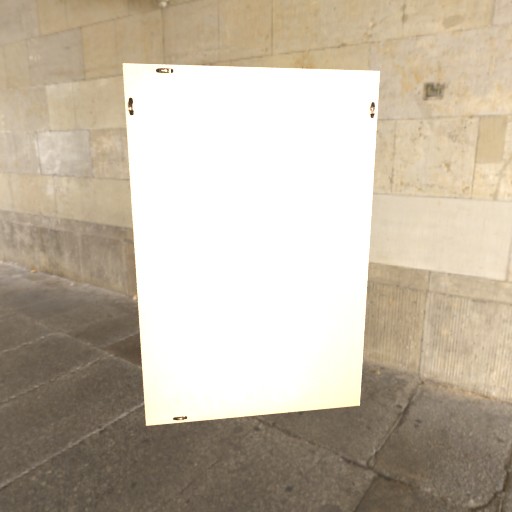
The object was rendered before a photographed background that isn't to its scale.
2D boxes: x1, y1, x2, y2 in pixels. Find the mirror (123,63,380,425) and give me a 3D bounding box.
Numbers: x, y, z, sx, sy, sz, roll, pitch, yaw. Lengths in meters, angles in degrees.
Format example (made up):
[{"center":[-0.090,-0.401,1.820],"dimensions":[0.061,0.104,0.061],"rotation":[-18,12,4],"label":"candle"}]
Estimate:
[{"center":[0.000,0.000,1.159],"dimensions":[0.609,0.915,0.041],"rotation":[-2,14,-9],"label":"mirror"}]
